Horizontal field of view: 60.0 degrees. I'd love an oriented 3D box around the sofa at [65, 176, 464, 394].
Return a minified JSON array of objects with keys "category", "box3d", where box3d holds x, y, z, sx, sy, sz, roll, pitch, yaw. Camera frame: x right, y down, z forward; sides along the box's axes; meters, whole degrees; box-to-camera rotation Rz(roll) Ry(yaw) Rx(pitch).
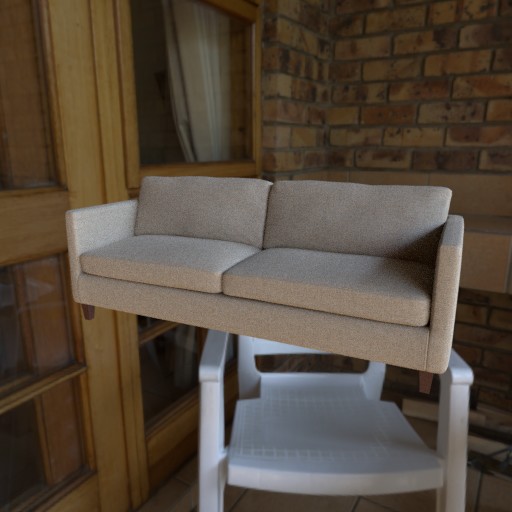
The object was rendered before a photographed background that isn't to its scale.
[{"category":"sofa","box3d":[0.000,0.000,2.907,2.434,0.965,0.951,7,16,24]}]
